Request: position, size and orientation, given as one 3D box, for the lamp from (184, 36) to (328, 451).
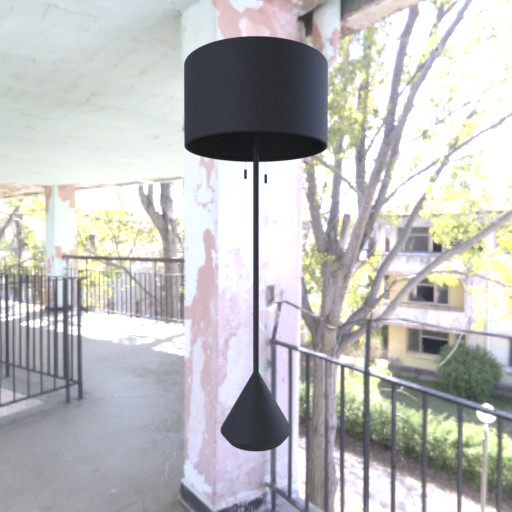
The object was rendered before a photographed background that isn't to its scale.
[{"bbox_3d":[0.000,0.000,1.828,0.580,1.526,0.580,-1,2,-36],"label":"lamp"}]
